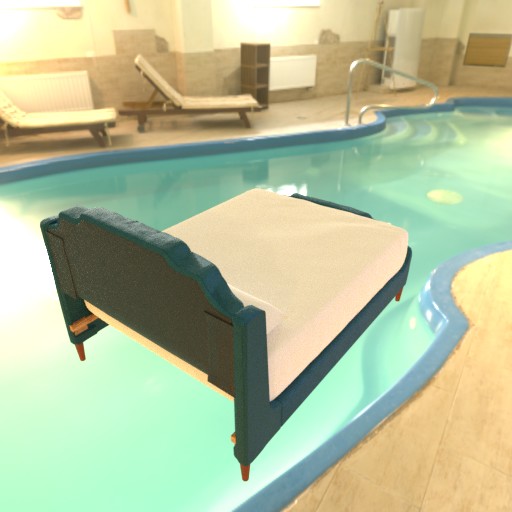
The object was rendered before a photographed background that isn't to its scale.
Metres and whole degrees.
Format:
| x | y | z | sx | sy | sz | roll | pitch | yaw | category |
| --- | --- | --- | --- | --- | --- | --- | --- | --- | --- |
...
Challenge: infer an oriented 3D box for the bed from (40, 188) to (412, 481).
| x | y | z | sx | sy | sz | roll | pitch | yaw | category |
| --- | --- | --- | --- | --- | --- | --- | --- | --- | --- |
| 0.000 | 0.000 | 3.359 | 1.678 | 1.338 | 2.322 | 21 | 36 | 32 | bed |
